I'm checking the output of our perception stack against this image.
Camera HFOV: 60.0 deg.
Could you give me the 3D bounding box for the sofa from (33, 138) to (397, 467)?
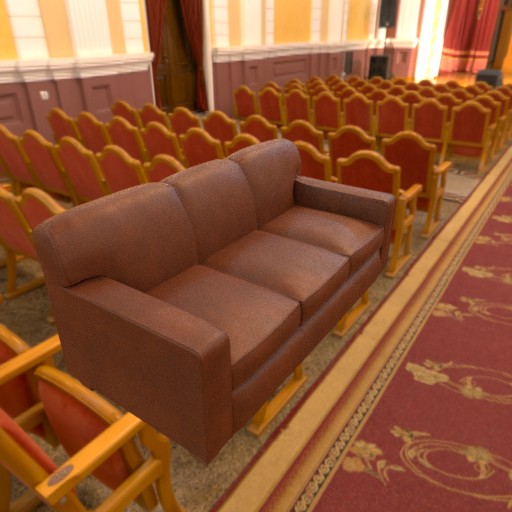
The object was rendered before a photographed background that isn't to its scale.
[{"bbox_3d":[0.000,0.000,2.572,1.008,0.953,2.039,18,32,31],"label":"sofa"}]
